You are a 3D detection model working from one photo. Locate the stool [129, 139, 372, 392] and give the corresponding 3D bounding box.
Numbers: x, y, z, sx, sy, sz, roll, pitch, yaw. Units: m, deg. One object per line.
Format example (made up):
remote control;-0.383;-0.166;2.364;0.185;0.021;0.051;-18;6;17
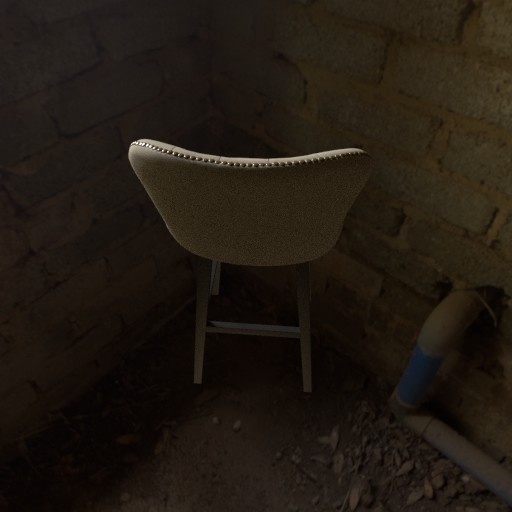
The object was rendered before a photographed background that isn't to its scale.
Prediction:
stool;0.000;0.000;1.419;0.528;1.066;0.605;3;45;3
